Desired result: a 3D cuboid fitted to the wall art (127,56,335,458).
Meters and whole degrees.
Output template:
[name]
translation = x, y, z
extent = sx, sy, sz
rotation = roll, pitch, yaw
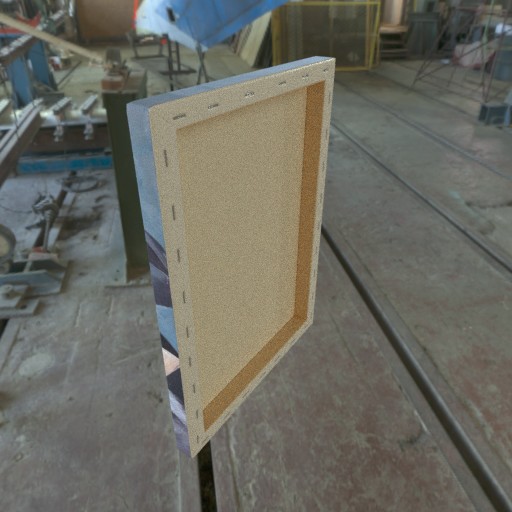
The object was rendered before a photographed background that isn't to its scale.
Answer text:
[wall art]
translation = 0.000, 0.000, 0.799
extent = 0.037, 0.613, 0.455
rotation = 20, 37, 29
